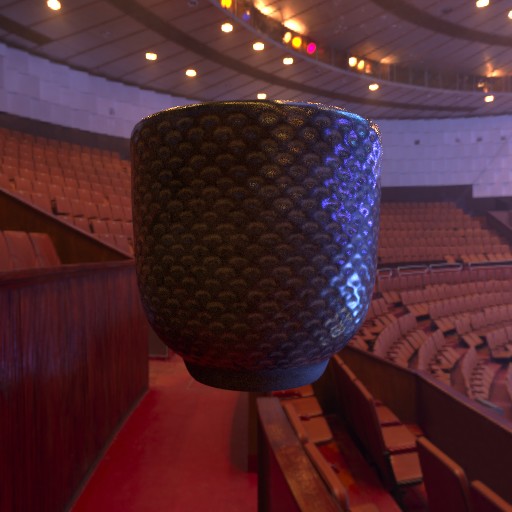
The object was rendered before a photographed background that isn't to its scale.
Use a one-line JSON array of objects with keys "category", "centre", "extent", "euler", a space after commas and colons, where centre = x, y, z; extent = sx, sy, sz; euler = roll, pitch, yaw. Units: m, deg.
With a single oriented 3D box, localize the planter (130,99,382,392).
[{"category": "planter", "centre": [0.000, 0.000, 0.361], "extent": [0.197, 0.191, 0.197], "euler": [0, 1, 0]}]
